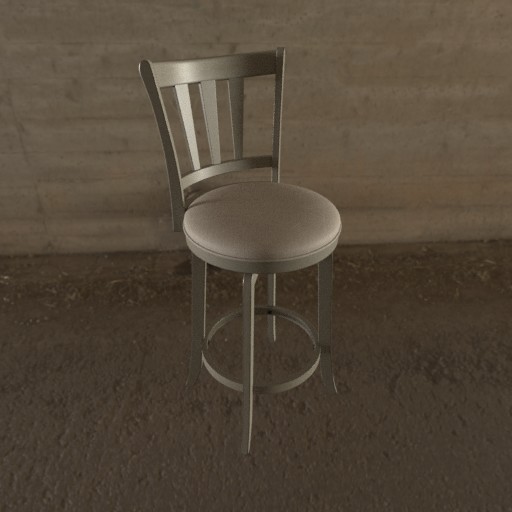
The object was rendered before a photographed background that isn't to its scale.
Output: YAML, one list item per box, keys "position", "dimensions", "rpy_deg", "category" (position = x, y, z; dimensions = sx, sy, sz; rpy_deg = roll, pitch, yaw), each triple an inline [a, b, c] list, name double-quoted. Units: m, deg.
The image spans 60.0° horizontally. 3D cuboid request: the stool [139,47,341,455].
- position: [0.000, 0.000, 1.275]
  dimensions: [0.436, 1.042, 0.475]
  rpy_deg: [-22, 37, -31]
  category: "stool"
